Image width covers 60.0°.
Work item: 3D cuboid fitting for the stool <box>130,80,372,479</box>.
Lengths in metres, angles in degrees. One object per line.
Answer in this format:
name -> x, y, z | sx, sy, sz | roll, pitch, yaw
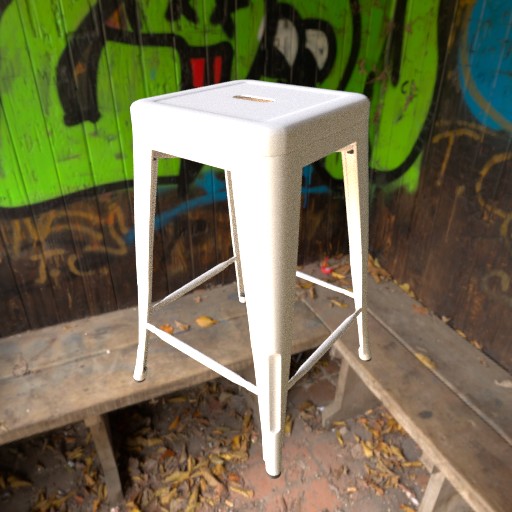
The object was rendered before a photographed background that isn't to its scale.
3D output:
stool -> 0.000, 0.000, 0.892 | 0.406, 0.610, 0.406 | 21, 36, 32
